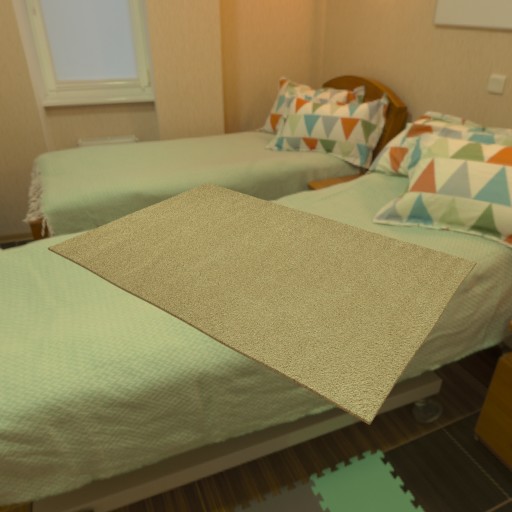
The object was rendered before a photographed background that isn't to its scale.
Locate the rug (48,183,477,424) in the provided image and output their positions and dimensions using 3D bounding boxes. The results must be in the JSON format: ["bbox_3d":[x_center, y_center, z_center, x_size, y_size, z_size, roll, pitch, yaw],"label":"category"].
[{"bbox_3d":[0.000,0.000,3.349,2.699,0.025,1.800,21,36,32],"label":"rug"}]
